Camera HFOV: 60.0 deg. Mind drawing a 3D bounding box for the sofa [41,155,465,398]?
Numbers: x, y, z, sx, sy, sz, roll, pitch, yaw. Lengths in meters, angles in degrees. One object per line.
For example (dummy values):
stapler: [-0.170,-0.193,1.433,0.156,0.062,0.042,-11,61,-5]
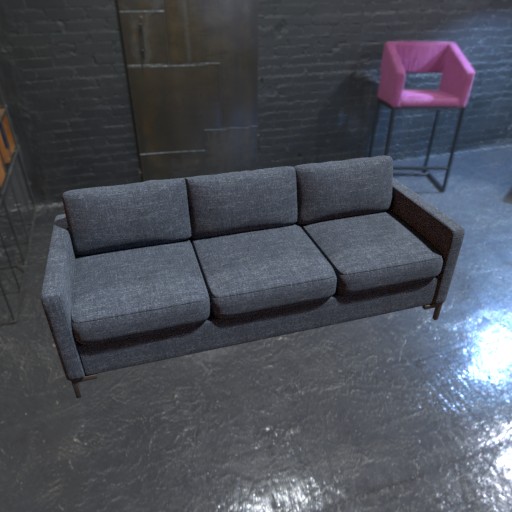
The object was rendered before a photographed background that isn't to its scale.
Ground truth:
sofa: [0.000,0.000,2.646,2.218,0.874,0.859,-9,34,-14]
